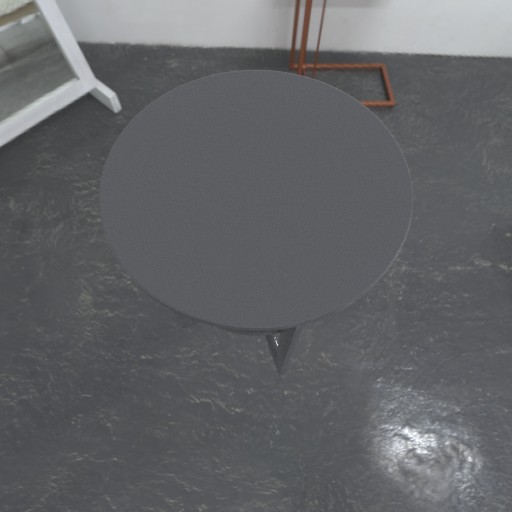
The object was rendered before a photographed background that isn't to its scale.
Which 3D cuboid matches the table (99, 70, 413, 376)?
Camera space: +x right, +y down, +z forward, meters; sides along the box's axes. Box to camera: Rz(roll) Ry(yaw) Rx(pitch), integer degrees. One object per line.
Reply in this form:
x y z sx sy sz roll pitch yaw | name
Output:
0.000 0.000 0.957 0.500 0.550 0.500 0 63 0 | table
